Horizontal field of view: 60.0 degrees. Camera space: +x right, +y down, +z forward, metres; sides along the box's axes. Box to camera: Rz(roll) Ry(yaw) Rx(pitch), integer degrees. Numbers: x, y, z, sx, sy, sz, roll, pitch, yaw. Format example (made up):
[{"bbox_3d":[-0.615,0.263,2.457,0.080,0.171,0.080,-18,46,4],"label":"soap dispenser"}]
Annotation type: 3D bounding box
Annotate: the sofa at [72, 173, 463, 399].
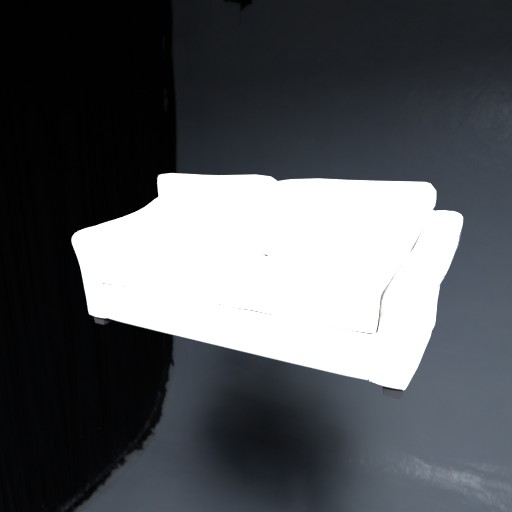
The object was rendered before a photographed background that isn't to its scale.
[{"bbox_3d":[0.000,0.000,2.776,2.270,0.965,0.980,7,15,27],"label":"sofa"}]
